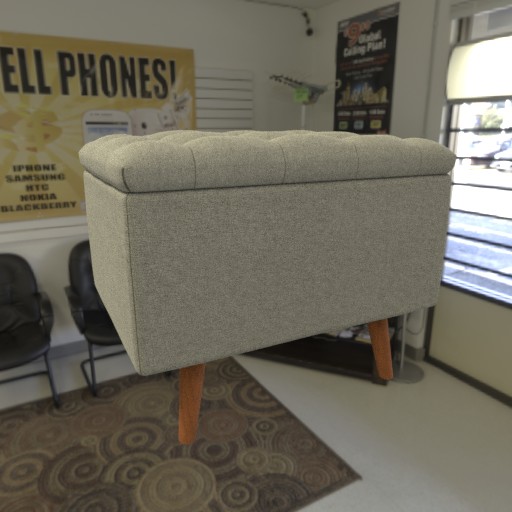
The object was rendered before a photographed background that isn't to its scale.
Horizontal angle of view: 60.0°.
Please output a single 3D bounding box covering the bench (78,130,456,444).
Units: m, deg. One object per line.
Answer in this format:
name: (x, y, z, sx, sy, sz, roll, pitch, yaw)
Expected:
bench: (0.000, 0.000, 0.860, 0.572, 0.469, 0.417, -8, 18, -26)
